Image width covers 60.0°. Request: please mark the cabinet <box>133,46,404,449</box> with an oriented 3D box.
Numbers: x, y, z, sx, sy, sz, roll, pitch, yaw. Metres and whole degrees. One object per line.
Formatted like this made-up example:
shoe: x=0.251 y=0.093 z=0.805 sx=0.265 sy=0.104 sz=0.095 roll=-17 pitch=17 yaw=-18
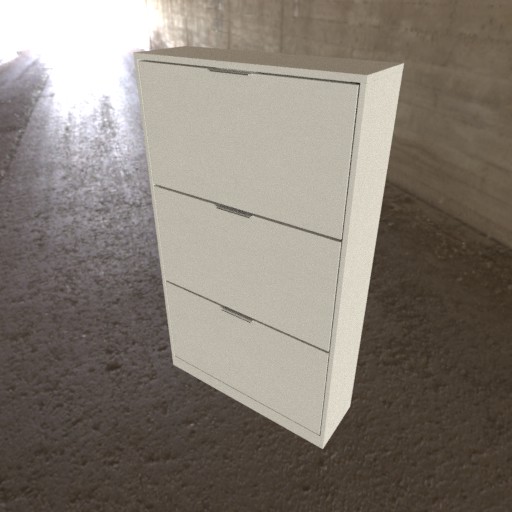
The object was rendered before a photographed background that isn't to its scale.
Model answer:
cabinet: x=0.000 y=0.000 z=1.557 sx=0.750 sy=1.280 sz=0.250 roll=20 pitch=36 yaw=29
